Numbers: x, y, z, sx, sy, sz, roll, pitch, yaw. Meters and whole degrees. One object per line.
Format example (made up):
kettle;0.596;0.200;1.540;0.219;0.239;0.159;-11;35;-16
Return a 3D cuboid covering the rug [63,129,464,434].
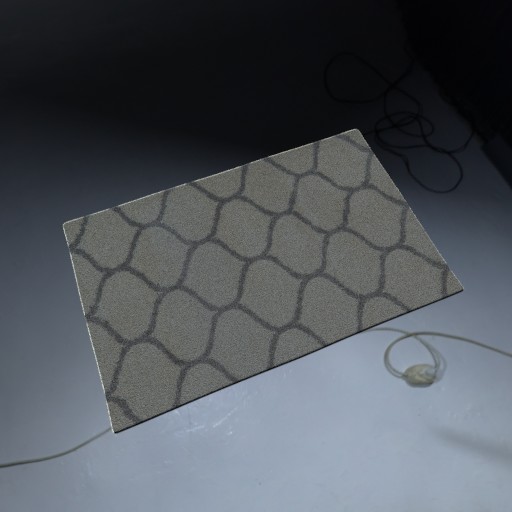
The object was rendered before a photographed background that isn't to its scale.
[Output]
rug;0.000;0.000;3.023;2.348;0.024;1.501;-20;65;-10
